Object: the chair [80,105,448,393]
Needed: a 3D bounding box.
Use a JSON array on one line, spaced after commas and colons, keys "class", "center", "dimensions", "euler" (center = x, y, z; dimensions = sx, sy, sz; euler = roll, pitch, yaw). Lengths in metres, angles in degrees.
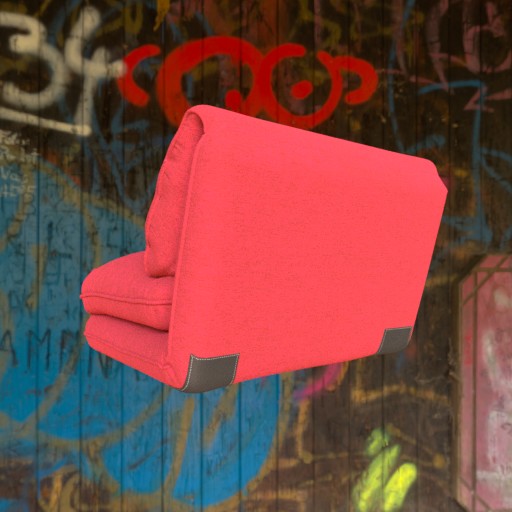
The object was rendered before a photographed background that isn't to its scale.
[{"class": "chair", "center": [0.000, 0.000, 1.306], "dimensions": [0.820, 0.580, 0.780], "euler": [0, -1, -38]}]
